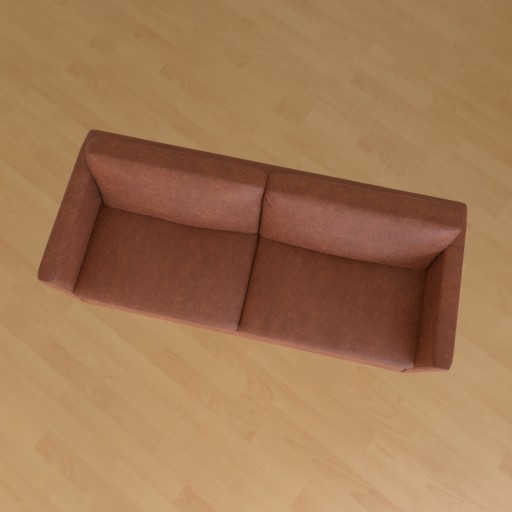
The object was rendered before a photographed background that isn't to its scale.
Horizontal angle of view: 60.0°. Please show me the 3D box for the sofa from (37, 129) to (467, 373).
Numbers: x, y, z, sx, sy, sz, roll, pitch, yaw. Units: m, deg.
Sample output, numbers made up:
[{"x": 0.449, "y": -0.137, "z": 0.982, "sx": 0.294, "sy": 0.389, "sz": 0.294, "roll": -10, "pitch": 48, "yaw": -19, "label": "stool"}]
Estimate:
[{"x": 0.000, "y": 0.000, "z": 2.658, "sx": 2.204, "sy": 0.932, "sz": 0.950, "roll": 12, "pitch": 75, "yaw": 3, "label": "sofa"}]
